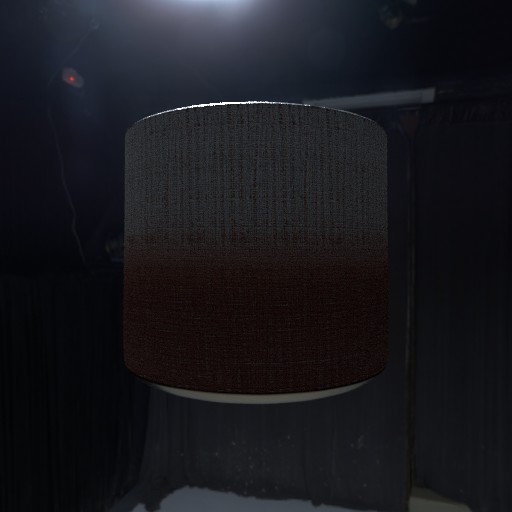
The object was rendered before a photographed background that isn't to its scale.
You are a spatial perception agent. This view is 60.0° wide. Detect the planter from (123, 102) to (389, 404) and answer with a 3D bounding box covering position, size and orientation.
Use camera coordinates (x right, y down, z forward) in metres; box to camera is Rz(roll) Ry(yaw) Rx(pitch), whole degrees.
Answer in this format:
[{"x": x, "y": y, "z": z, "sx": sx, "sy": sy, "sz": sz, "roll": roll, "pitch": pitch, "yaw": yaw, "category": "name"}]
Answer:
[{"x": 0.000, "y": 0.000, "z": 0.309, "sx": 0.178, "sy": 0.157, "sz": 0.178, "roll": 0, "pitch": 1, "yaw": 0, "category": "planter"}]
